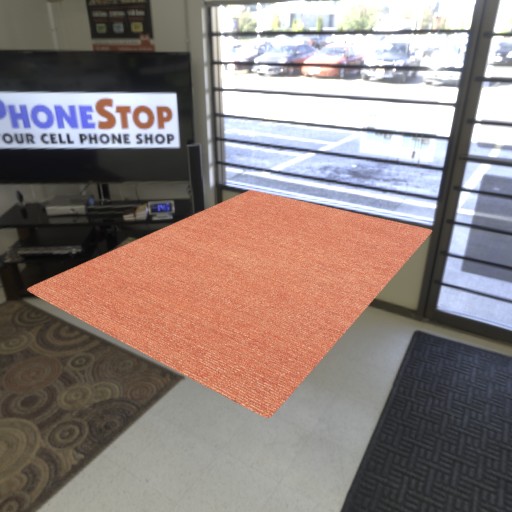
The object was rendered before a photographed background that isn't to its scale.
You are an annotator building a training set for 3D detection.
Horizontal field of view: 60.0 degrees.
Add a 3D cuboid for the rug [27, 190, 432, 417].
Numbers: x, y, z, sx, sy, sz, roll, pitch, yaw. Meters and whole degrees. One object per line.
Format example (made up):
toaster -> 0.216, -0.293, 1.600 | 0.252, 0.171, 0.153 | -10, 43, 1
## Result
rug -> 0.000, 0.000, 2.776 | 1.594, 0.009, 2.112 | 17, 31, 31
